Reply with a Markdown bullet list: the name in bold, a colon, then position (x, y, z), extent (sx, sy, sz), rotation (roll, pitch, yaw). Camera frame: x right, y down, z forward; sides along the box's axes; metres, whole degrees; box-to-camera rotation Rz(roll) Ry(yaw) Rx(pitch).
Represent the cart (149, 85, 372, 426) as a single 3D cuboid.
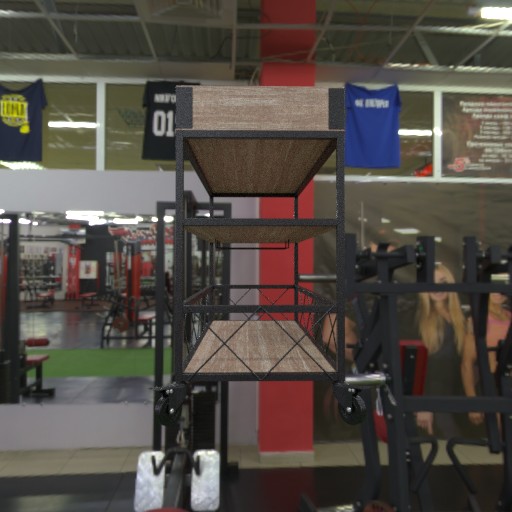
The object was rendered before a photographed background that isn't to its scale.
- **cart**: position (0.000, 0.000, 1.528), extent (0.500, 0.787, 1.101), rotation (0, -1, -1)
